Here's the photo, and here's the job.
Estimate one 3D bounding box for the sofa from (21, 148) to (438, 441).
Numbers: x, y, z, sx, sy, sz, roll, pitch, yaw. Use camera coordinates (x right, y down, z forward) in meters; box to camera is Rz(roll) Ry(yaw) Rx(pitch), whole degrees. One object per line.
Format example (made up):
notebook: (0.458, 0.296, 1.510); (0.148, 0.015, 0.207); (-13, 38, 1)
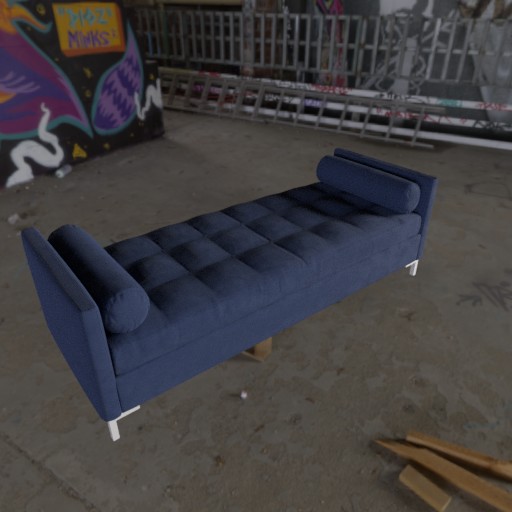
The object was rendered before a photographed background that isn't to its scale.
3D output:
sofa: (0.000, 0.000, 2.419); (2.102, 0.657, 0.797); (-21, 36, -32)
